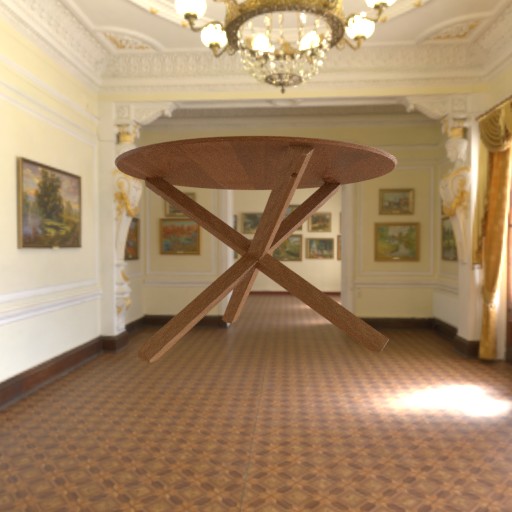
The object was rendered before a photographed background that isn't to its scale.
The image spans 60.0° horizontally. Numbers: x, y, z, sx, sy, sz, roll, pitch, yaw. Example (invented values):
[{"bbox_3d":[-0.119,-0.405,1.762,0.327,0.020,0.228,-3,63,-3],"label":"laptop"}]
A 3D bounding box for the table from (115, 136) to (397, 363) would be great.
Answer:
[{"bbox_3d":[0.000,0.000,1.714,1.038,0.666,1.038,0,1,0],"label":"table"}]
